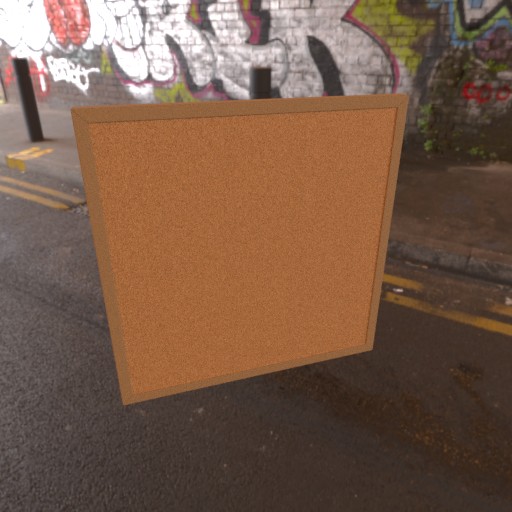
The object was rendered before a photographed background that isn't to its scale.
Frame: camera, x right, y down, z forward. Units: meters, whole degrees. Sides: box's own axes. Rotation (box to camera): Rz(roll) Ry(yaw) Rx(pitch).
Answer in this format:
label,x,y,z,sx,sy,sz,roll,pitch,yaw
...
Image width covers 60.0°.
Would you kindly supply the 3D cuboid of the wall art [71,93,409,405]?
label,x,y,z,sx,sy,sz,roll,pitch,yaw
wall art,0.000,0.000,1.141,0.761,0.761,0.037,-8,27,-16
